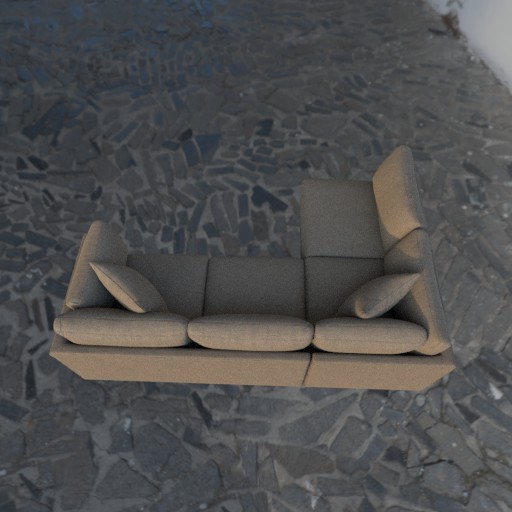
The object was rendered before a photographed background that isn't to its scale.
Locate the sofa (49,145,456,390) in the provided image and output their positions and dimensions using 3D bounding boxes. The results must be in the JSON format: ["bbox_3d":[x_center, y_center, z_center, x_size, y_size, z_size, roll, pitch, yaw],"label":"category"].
[{"bbox_3d":[0.000,0.000,3.817,2.896,0.978,1.994,2,58,1],"label":"sofa"}]
